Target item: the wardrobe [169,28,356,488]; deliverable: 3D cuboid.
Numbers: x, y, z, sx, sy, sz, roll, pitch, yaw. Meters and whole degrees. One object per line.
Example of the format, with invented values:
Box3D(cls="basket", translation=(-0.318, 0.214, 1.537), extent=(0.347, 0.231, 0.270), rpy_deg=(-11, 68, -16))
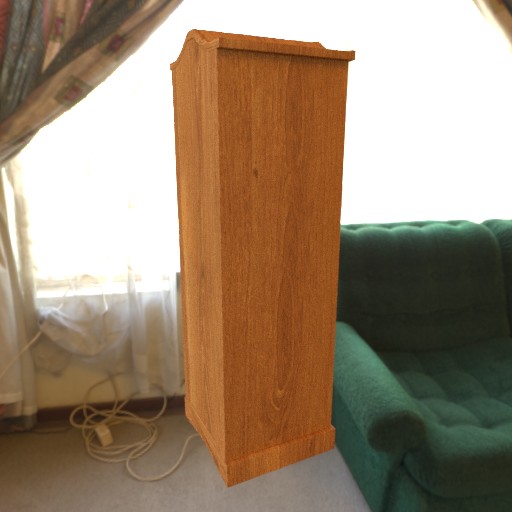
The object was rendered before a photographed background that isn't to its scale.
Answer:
Box3D(cls="wardrobe", translation=(0.000, 0.000, 2.059), extent=(0.570, 1.870, 0.590), rpy_deg=(-7, 16, -26))
